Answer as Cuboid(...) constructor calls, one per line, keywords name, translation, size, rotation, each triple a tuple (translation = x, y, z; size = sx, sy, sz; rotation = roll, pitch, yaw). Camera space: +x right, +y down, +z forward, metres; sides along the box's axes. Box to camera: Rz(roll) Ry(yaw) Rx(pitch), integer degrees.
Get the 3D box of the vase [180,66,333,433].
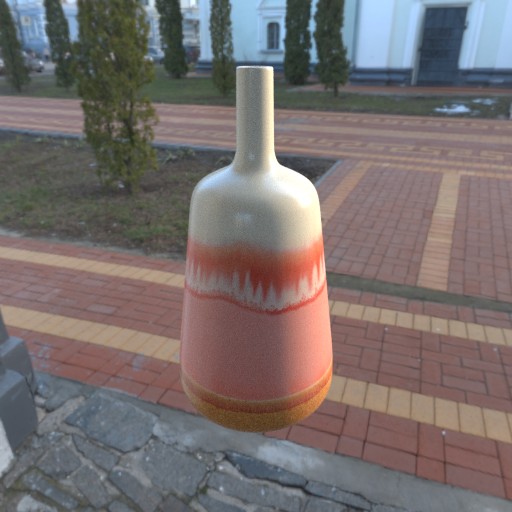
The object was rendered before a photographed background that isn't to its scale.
Cuboid(name="vase", translation=(0.000, 0.000, 0.377), size=(0.144, 0.296, 0.144), rotation=(0, 25, 0))
